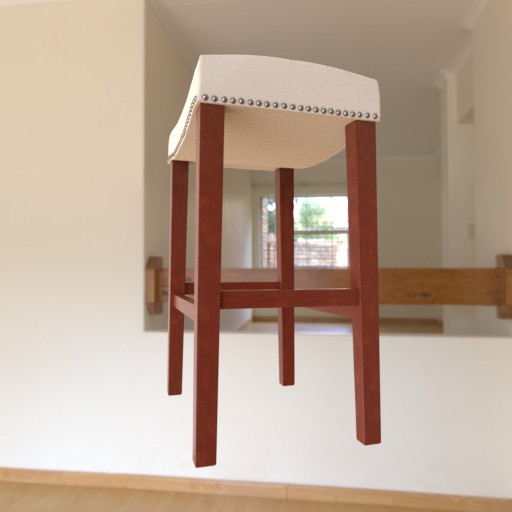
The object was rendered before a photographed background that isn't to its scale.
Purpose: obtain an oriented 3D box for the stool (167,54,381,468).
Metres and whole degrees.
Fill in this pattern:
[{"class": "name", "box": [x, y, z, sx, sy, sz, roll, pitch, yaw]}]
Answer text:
[{"class": "stool", "box": [0.000, 0.000, 1.048, 0.372, 0.742, 0.504, 0, -2, -17]}]
